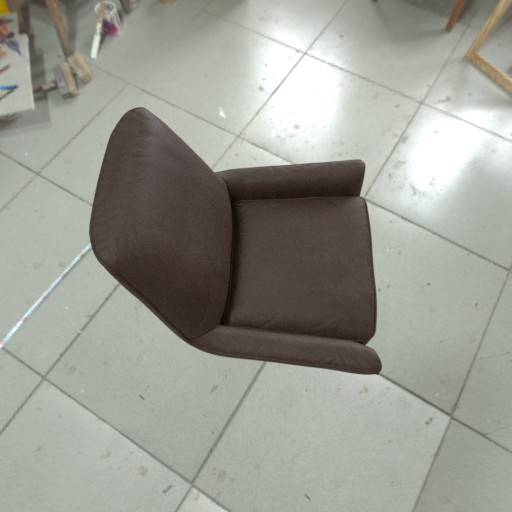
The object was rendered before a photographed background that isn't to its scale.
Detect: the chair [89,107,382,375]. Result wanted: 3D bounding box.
[{"bbox_3d":[0.000,0.000,1.524,0.824,0.888,0.787,2,65,1],"label":"chair"}]
